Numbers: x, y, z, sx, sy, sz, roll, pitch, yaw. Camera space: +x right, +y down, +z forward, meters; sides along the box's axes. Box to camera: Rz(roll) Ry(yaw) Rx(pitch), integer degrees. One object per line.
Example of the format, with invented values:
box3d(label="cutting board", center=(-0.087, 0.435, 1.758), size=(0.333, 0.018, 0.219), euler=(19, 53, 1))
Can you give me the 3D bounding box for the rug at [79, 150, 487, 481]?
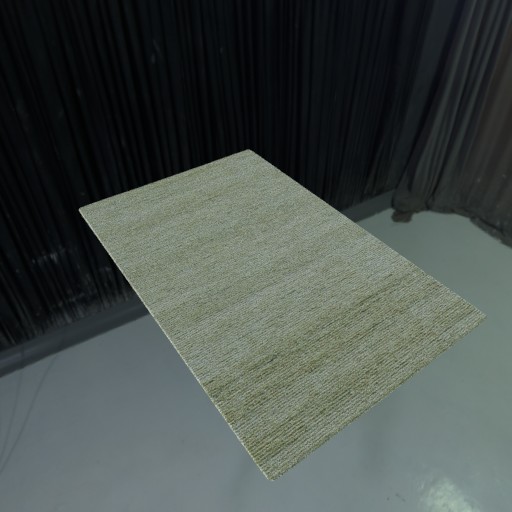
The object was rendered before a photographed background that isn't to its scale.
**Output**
box3d(label="rug", center=(0.000, 0.000, 2.139), size=(1.143, 0.010, 1.758), euler=(-26, 48, -26))
